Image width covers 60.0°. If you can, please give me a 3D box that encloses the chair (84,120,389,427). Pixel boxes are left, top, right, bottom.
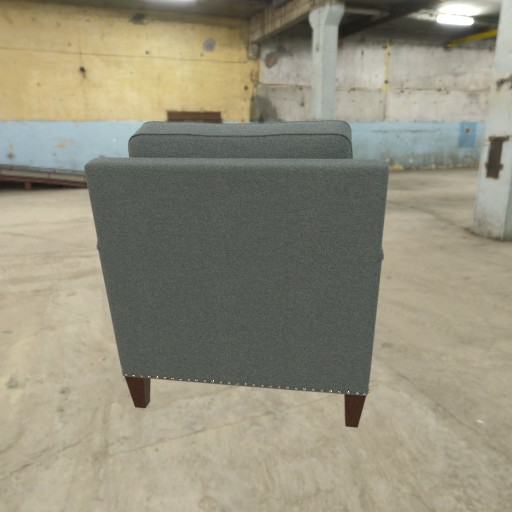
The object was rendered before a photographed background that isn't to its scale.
[{"bbox_3d":[0.000,0.000,1.804,0.885,1.031,1.031,2,15,8],"label":"chair"}]
